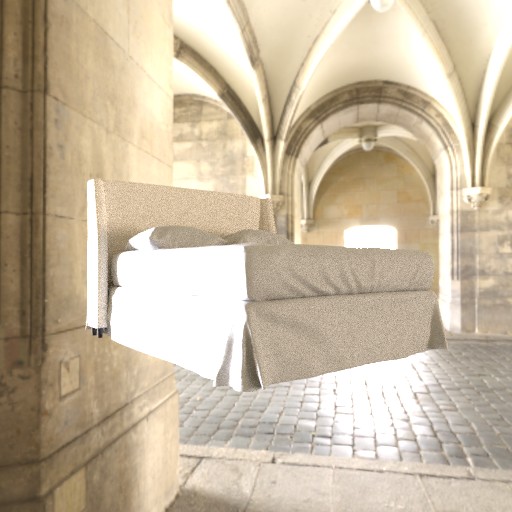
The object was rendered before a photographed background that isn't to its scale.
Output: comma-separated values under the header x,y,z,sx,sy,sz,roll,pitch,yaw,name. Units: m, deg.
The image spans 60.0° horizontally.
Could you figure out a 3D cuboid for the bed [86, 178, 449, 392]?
x,y,z,sx,sy,sz,roll,pitch,yaw,name
0.000,0.000,3.427,1.925,1.332,2.276,1,-1,-37,bed
